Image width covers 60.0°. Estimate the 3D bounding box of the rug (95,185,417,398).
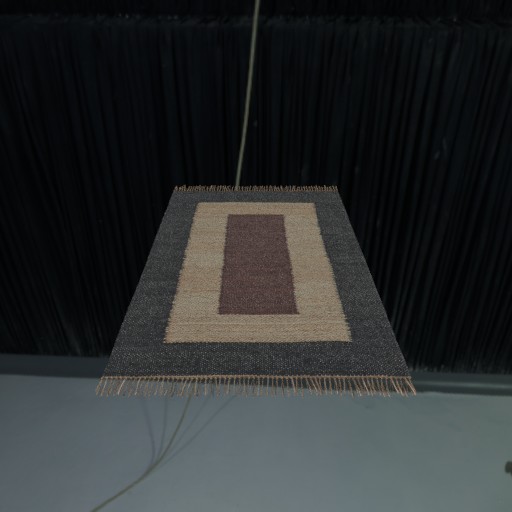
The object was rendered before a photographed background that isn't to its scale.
[{"bbox_3d":[0.000,0.000,2.523,1.224,0.027,2.021,0,32,0],"label":"rug"}]
